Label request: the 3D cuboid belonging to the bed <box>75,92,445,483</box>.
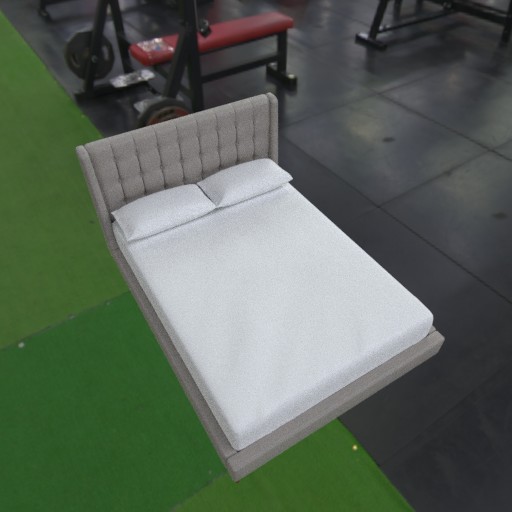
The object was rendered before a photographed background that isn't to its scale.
[{"bbox_3d":[0.000,0.000,3.167,1.656,1.147,2.232,-24,50,-21],"label":"bed"}]
